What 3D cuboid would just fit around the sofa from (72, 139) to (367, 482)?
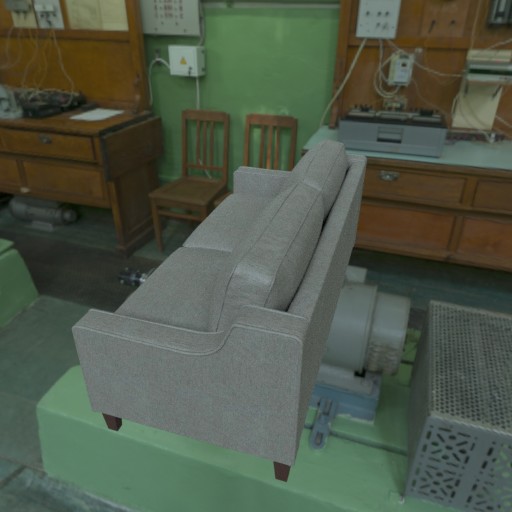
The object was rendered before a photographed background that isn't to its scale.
[{"bbox_3d":[0.000,0.000,2.765,1.073,1.074,2.181,9,32,15],"label":"sofa"}]
